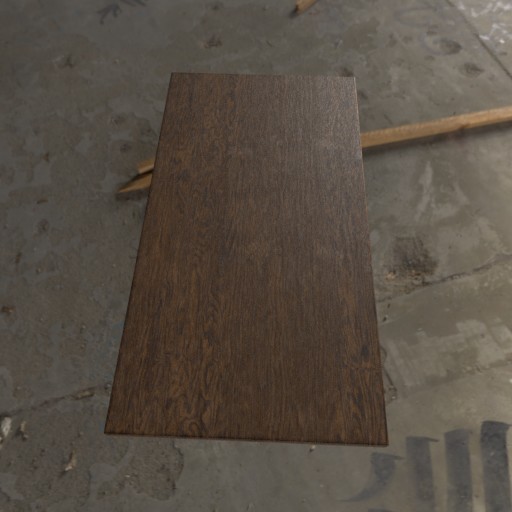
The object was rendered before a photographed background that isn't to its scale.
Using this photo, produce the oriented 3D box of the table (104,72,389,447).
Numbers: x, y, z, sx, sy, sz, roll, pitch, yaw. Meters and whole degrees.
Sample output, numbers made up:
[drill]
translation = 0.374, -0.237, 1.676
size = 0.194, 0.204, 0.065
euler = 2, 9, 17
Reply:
[table]
translation = 0.000, 0.000, 2.482
size = 1.078, 0.795, 1.989
euler = 2, 62, 1
